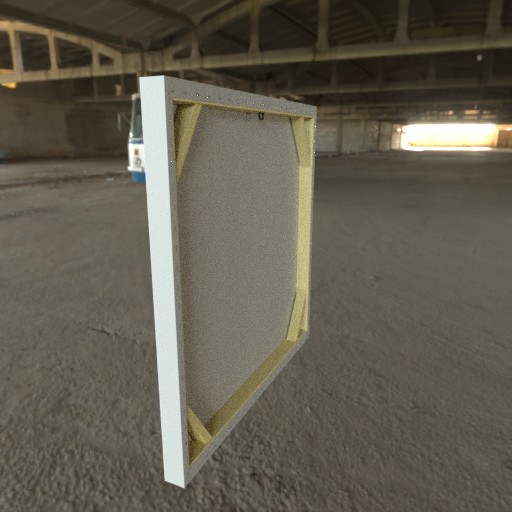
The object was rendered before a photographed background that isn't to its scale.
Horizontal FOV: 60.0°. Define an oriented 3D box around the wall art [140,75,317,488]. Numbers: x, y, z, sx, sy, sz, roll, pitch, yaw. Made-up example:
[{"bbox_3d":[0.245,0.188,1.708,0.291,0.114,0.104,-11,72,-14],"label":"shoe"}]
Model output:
[{"bbox_3d":[0.000,0.000,0.897,0.038,0.610,0.610,7,16,24],"label":"wall art"}]
